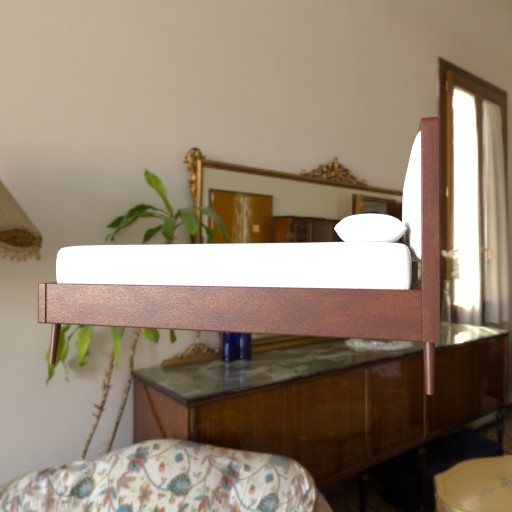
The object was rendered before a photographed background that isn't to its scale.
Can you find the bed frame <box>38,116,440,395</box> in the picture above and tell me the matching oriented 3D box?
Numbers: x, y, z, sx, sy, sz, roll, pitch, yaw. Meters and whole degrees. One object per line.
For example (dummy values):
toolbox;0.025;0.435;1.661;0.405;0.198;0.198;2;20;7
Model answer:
bed frame;0.000;0.000;3.030;2.171;1.279;1.587;0;-1;17
